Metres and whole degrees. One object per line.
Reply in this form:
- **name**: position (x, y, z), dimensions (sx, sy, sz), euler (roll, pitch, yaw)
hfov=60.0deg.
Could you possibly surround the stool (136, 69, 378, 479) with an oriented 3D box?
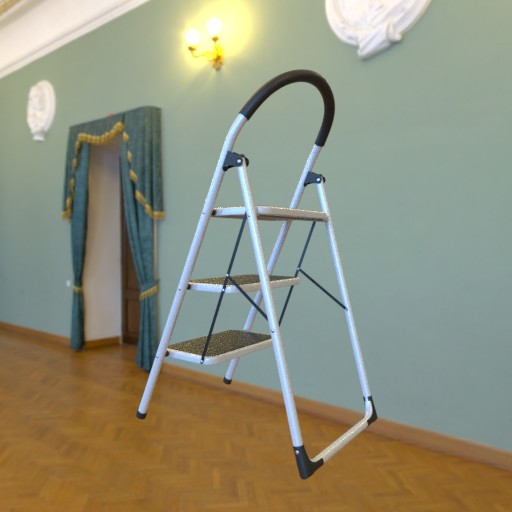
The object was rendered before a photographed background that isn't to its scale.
- **stool**: position (0.000, 0.000, 1.485), dimensions (0.676, 1.109, 0.485), euler (1, 2, 37)
